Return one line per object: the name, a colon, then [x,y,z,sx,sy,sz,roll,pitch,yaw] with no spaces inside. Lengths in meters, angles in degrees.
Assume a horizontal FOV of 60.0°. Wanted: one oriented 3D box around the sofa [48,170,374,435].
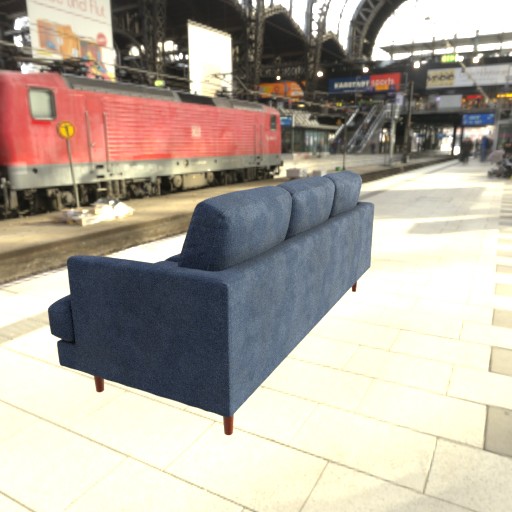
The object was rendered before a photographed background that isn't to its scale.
sofa: [0.000,0.000,2.645,0.903,0.930,2.246,7,16,26]
